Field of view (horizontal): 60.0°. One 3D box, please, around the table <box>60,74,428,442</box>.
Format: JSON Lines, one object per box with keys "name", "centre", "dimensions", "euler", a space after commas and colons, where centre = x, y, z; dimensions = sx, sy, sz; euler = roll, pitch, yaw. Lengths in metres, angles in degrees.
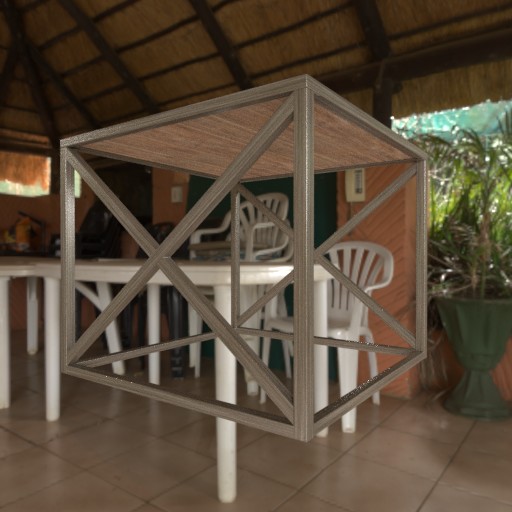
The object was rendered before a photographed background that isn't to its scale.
{"name": "table", "centre": [0.000, 0.000, 1.034], "dimensions": [0.611, 0.507, 0.609], "euler": [0, 1, 36]}
